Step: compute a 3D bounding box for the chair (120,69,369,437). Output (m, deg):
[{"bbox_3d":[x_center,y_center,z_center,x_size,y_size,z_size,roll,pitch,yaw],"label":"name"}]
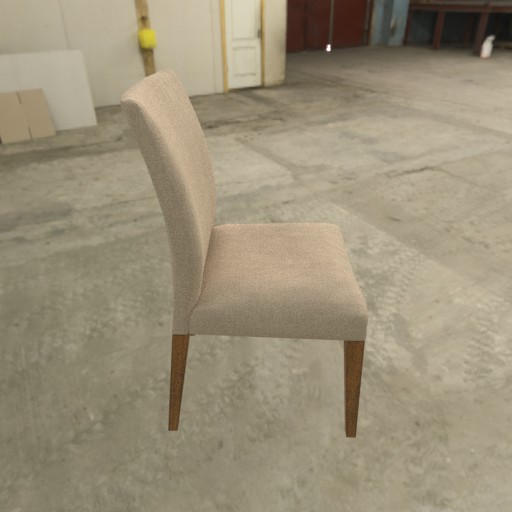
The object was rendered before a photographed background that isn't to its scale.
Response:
[{"bbox_3d":[0.000,0.000,1.268,0.585,0.940,0.496,0,31,0],"label":"chair"}]
